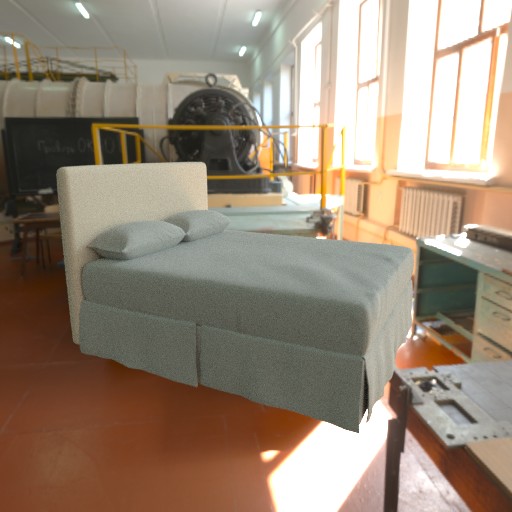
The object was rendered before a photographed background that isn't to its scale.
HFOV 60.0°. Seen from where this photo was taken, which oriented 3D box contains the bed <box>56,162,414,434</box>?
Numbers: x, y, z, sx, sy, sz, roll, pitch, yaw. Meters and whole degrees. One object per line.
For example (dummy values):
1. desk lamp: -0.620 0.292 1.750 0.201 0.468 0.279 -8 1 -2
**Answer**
1. bed: 0.000 0.000 3.304 2.142 1.330 1.748 7 15 26
